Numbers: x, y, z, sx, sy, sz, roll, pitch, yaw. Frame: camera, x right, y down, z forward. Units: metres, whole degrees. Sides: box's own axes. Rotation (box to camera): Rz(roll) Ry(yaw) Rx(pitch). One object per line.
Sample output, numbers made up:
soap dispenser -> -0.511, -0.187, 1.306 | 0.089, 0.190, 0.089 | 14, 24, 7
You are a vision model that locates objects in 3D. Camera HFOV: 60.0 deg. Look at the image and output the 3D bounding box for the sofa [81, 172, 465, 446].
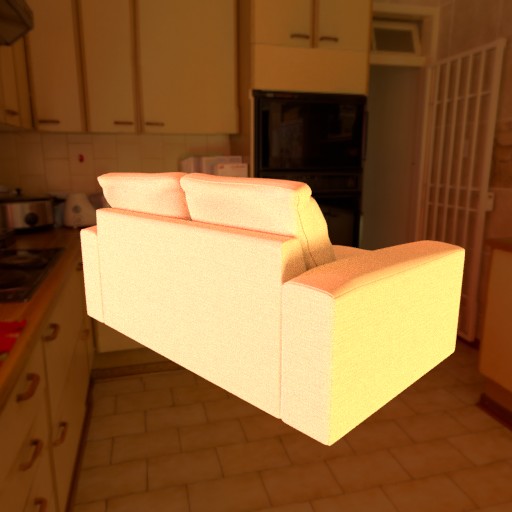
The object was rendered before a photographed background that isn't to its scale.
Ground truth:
sofa -> 0.000, 0.000, 2.312 | 1.754, 0.875, 1.091 | 12, 17, 44
